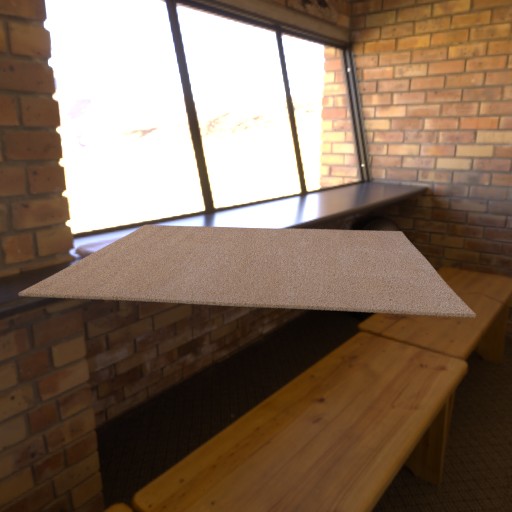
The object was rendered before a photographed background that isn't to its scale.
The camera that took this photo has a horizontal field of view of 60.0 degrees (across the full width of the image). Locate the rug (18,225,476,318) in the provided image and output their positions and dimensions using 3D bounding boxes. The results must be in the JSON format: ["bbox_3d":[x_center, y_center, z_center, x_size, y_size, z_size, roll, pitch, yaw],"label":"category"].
[{"bbox_3d":[0.000,0.000,4.021,3.000,0.025,2.400,2,16,7],"label":"rug"}]
